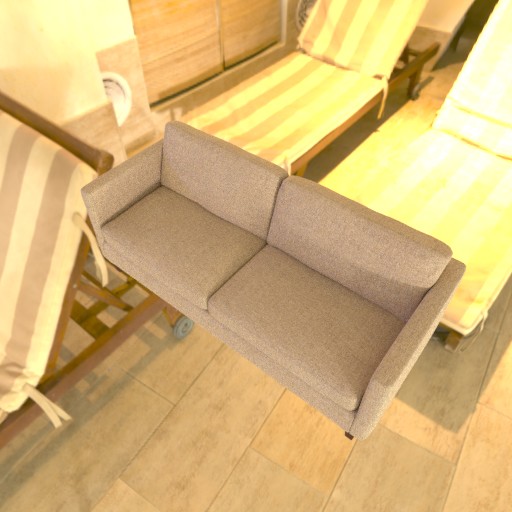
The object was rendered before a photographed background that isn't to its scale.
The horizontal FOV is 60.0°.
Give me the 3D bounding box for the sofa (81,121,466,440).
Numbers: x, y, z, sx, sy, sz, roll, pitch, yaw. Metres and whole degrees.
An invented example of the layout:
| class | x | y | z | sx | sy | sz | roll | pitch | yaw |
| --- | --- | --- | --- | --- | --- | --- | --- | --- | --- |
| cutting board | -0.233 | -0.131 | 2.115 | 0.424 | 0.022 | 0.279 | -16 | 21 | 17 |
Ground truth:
| class | x | y | z | sx | sy | sz | roll | pitch | yaw |
| --- | --- | --- | --- | --- | --- | --- | --- | --- | --- |
| sofa | 0.000 | 0.000 | 2.802 | 2.208 | 0.965 | 0.951 | 30 | 54 | 25 |
